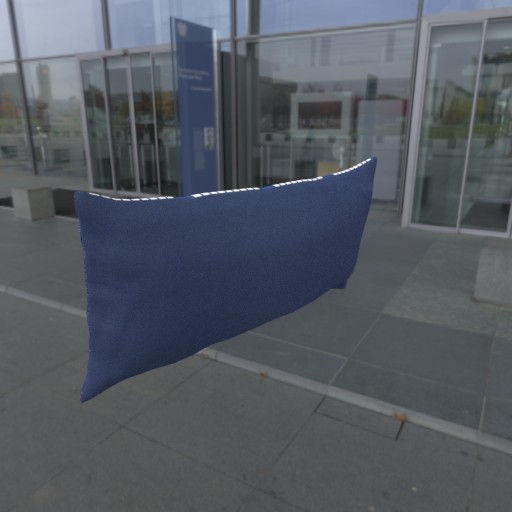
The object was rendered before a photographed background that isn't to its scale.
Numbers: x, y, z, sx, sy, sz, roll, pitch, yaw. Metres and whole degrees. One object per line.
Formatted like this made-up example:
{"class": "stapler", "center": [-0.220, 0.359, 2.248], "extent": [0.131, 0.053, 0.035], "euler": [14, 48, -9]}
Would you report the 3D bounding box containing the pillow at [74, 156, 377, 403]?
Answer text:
{"class": "pillow", "center": [0.000, 0.000, 0.734], "extent": [0.608, 0.292, 0.156], "euler": [-16, 23, -42]}
